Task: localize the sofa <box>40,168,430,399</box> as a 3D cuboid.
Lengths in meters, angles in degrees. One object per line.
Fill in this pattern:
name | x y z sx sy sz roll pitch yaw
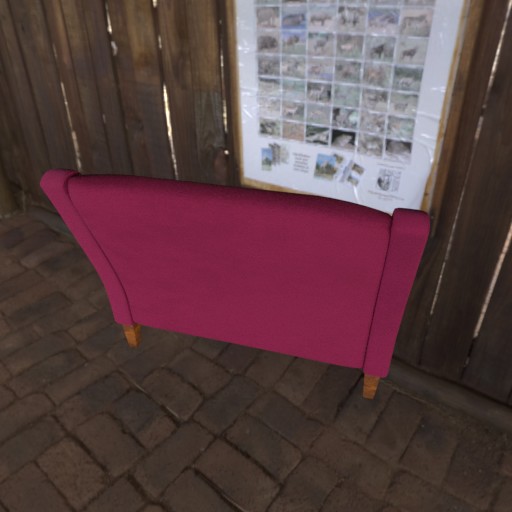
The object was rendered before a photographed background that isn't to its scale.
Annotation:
sofa | 0.000 0.000 1.942 1.242 0.976 0.946 9 33 14
